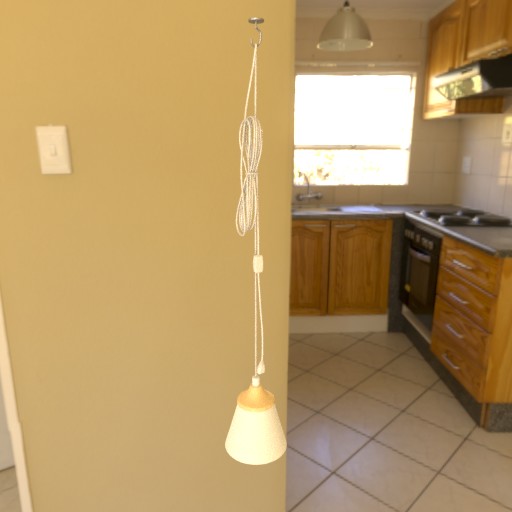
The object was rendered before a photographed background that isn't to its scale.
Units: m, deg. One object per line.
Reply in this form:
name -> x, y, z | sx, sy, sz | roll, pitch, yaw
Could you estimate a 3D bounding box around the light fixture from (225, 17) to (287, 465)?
light fixture -> 0.000, 0.000, 0.995 | 0.153, 0.966, 0.153 | -3, 14, -10
